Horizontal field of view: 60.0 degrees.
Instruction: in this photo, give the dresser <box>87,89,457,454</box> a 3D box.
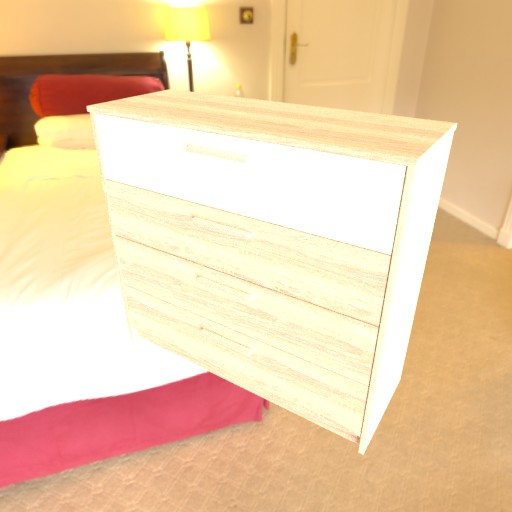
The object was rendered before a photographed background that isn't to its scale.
[{"bbox_3d":[0.000,0.000,1.447,0.980,0.900,0.380,17,34,28],"label":"dresser"}]
